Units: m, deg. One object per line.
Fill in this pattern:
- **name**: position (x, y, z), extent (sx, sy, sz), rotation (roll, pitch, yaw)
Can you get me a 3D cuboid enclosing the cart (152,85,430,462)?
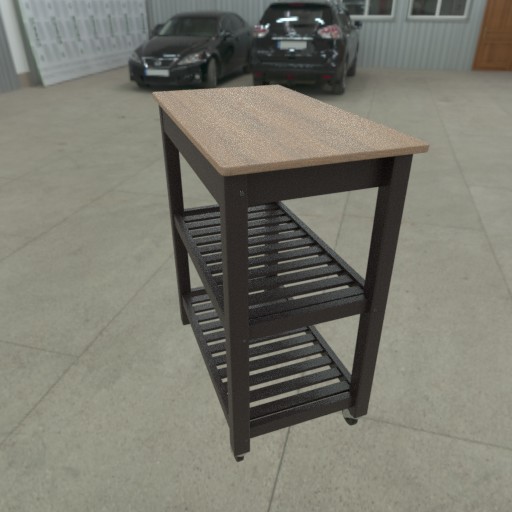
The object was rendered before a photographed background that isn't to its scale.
- **cart**: position (0.000, 0.000, 1.453), extent (0.457, 0.927, 0.899), rotation (-10, 31, -17)
